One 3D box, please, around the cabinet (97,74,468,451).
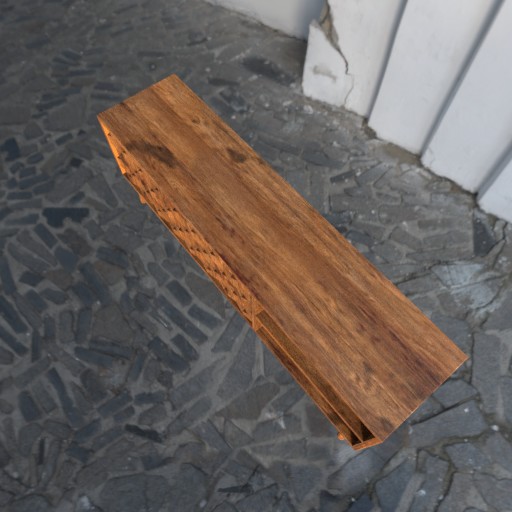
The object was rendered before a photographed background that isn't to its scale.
[{"bbox_3d":[0.000,0.000,1.675,0.349,0.528,1.448,-36,68,-17],"label":"cabinet"}]
